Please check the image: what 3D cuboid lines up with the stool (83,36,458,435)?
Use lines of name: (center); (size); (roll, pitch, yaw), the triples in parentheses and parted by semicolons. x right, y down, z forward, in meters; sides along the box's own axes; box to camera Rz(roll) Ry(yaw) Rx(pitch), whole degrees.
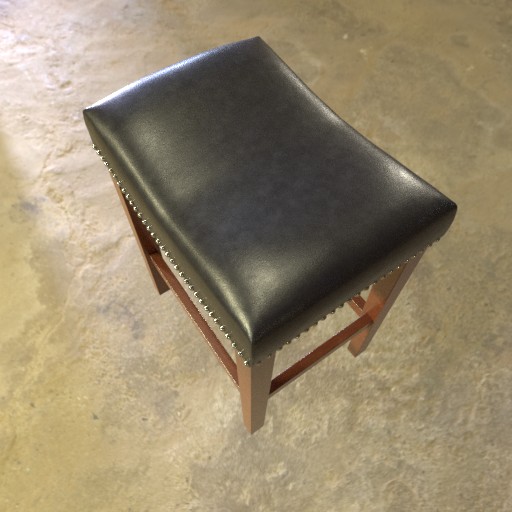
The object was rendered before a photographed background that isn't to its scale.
stool: (0.000, 0.000, 0.929); (0.372, 0.654, 0.504); (-31, 64, -17)
